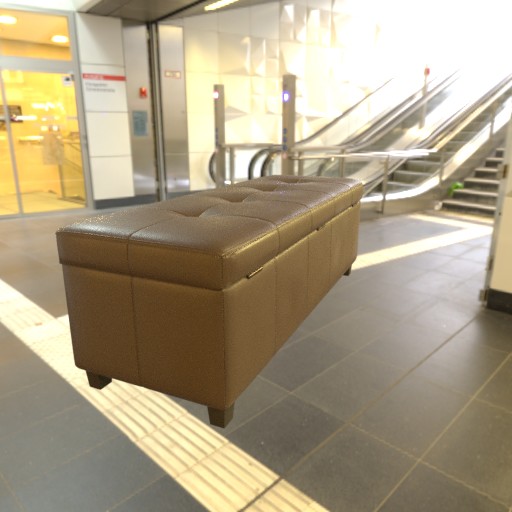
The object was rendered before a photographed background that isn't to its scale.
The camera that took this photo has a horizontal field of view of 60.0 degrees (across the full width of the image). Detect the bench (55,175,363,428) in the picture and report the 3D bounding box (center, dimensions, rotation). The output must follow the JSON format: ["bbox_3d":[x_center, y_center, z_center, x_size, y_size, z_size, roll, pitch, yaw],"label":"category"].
[{"bbox_3d":[0.000,0.000,1.459,0.450,0.417,1.219,7,18,24],"label":"bench"}]
